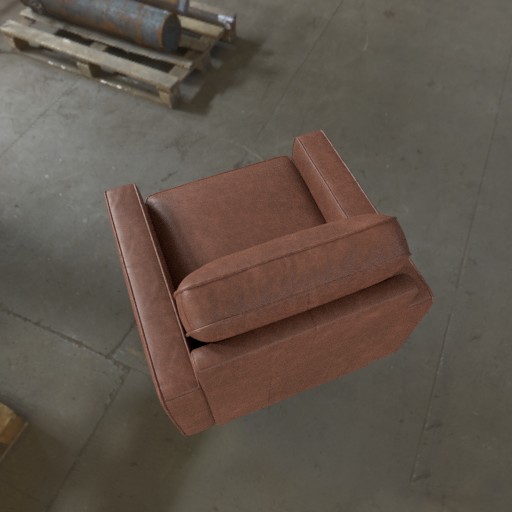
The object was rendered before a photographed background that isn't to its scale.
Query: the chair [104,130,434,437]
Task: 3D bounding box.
[{"bbox_3d":[0.000,0.000,1.765,1.017,0.919,0.940,-18,60,-11],"label":"chair"}]
